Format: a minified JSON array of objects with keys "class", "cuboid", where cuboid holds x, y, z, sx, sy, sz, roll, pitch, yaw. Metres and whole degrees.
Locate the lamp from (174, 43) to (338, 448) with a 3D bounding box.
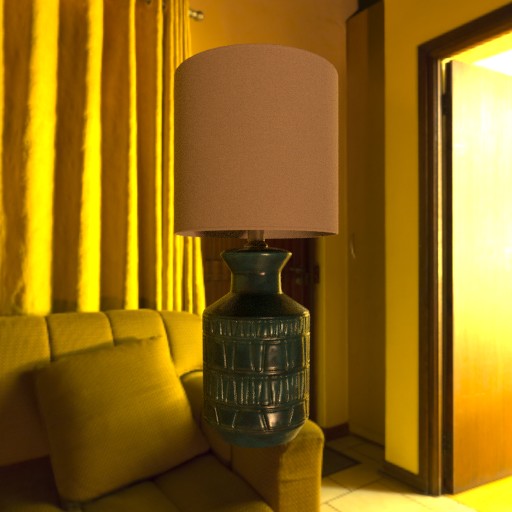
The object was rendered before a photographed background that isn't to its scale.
[{"class":"lamp","cuboid":[0.000,0.000,0.579,0.211,0.455,0.211,0,0,36]}]
